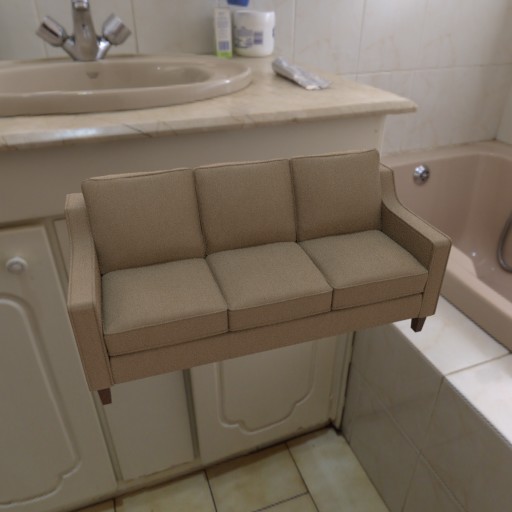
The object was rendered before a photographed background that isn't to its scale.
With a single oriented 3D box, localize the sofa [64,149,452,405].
[{"bbox_3d":[0.000,0.000,2.596,1.986,0.974,0.911,-9,32,-15],"label":"sofa"}]
